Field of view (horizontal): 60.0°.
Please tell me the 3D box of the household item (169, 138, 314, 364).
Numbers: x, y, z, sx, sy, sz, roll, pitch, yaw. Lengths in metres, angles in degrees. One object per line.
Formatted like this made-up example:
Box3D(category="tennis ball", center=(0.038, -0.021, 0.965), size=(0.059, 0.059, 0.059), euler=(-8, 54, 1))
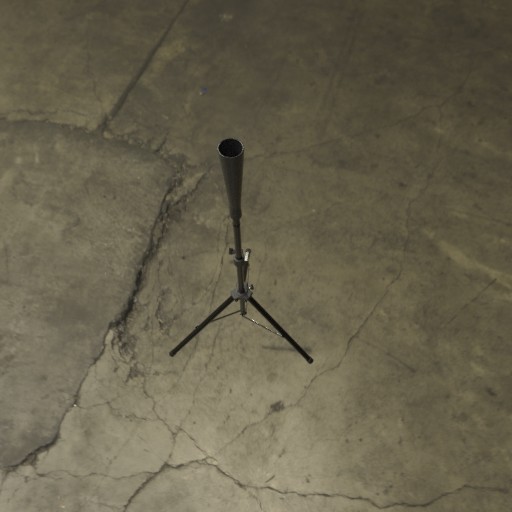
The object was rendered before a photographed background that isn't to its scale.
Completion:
Box3D(category="household item", center=(0.000, 0.000, 1.391), size=(0.559, 1.067, 0.559), euler=(16, 64, 8))
